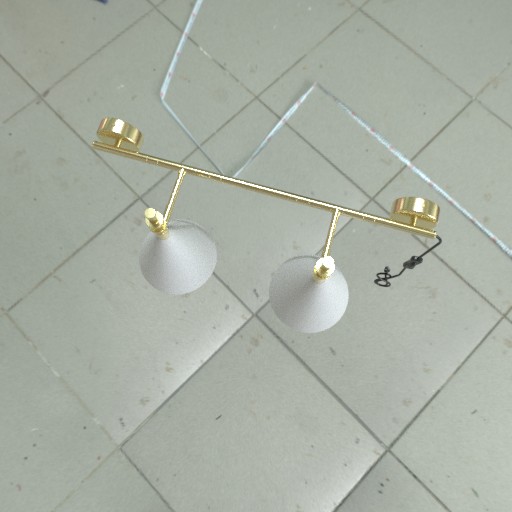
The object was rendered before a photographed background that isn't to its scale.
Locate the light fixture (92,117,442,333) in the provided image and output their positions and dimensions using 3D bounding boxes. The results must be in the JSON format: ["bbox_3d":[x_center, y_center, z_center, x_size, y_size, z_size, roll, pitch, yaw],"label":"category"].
[{"bbox_3d":[0.000,0.000,0.885,0.642,0.468,0.239,15,75,4],"label":"light fixture"}]
